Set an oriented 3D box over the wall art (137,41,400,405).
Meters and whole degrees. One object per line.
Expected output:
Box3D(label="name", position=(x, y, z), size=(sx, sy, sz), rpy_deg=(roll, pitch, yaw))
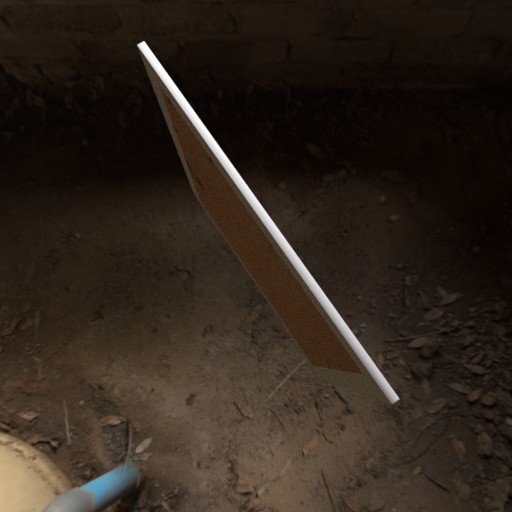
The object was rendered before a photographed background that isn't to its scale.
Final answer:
Box3D(label="wall art", position=(0.000, 0.000, 0.855), size=(0.013, 0.584, 0.584), rpy_deg=(-33, 79, -7))
